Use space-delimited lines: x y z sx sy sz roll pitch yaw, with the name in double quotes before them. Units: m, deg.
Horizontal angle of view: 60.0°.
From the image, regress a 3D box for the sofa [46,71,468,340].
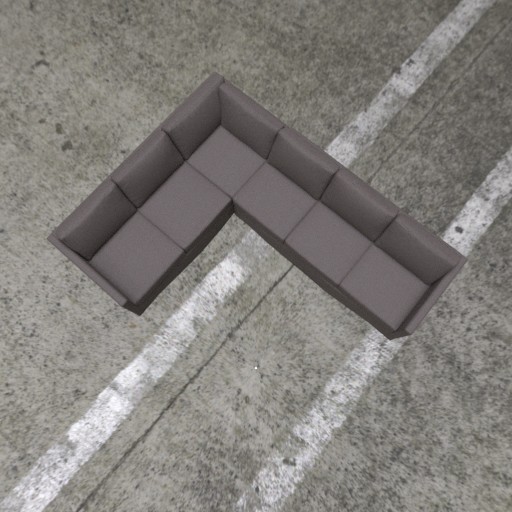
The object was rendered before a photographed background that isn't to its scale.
"sofa" 0.000 0.000 4.405 3.182 0.871 2.432 39 79 9
